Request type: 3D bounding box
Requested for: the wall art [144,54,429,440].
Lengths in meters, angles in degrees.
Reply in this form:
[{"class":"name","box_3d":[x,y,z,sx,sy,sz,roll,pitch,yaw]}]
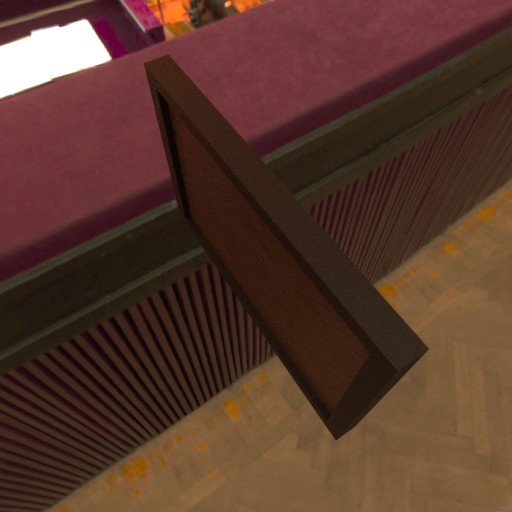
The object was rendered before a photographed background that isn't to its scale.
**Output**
[{"class":"wall art","box_3d":[0.000,0.000,0.852,0.051,0.456,0.671,-29,62,-17]}]
